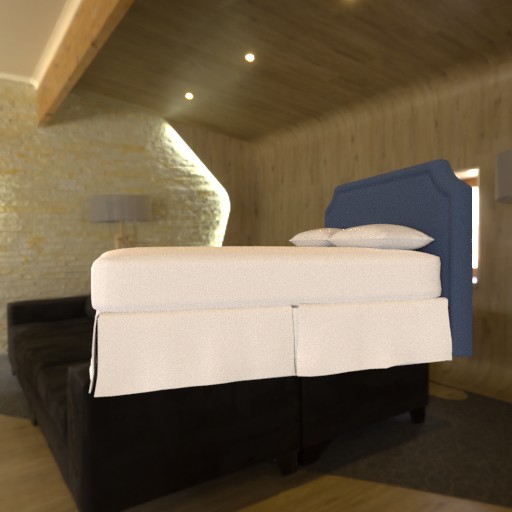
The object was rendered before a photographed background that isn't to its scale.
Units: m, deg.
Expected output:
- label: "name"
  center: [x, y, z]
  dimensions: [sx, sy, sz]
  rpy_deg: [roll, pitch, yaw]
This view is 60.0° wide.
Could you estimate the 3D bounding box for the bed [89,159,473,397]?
- label: "bed"
  center: [0.000, 0.000, 3.247]
  dimensions: [2.260, 1.297, 1.831]
  rpy_deg: [0, 1, -18]
